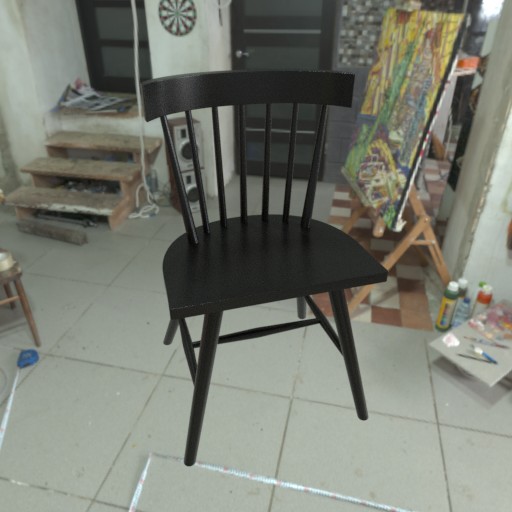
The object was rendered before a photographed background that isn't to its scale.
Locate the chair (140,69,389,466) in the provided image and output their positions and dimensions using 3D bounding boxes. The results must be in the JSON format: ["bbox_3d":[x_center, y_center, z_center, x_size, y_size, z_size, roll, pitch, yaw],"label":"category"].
[{"bbox_3d":[0.000,0.000,1.126,0.506,0.844,0.483,-9,32,-14],"label":"chair"}]
